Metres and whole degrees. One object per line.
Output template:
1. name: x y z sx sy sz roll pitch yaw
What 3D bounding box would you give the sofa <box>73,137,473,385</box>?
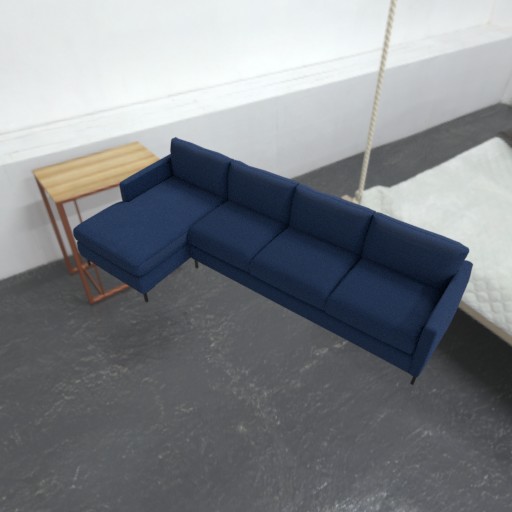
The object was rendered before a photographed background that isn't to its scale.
1. sofa: 0.000 0.000 2.935 2.450 0.679 1.128 26 48 26
